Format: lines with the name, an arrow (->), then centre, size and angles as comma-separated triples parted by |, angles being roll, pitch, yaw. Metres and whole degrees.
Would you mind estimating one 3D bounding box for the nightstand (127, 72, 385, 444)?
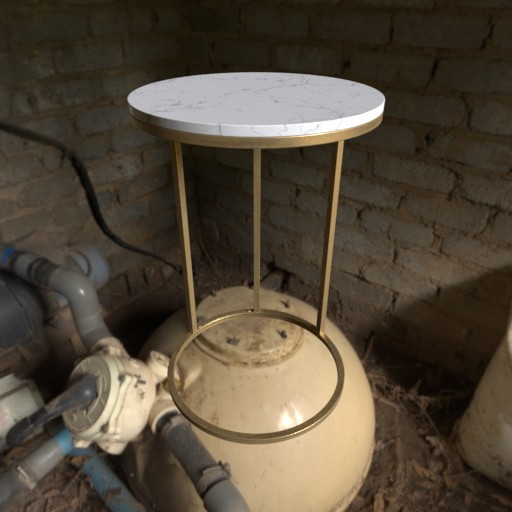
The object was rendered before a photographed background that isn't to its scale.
nightstand -> 0.000, 0.000, 0.866 | 0.400, 0.610, 0.400 | 0, 31, 1
